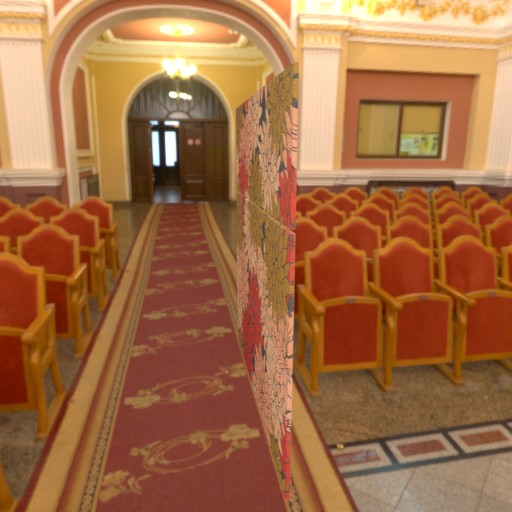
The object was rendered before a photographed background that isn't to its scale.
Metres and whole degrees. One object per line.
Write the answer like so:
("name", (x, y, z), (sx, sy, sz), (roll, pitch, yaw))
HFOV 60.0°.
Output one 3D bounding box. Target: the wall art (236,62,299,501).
("wall art", (0.000, 0.000, 1.761), (0.013, 1.218, 1.206), (-2, 13, -9))
